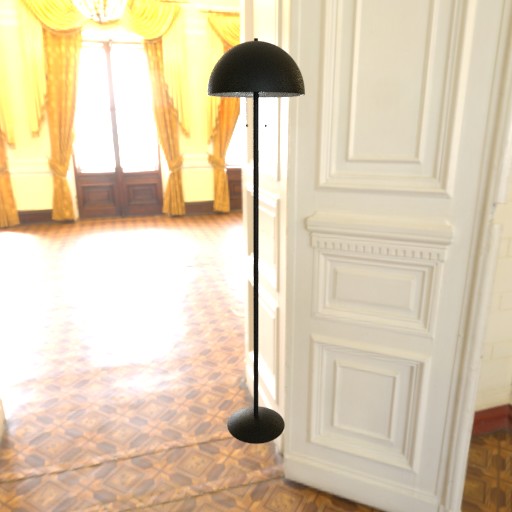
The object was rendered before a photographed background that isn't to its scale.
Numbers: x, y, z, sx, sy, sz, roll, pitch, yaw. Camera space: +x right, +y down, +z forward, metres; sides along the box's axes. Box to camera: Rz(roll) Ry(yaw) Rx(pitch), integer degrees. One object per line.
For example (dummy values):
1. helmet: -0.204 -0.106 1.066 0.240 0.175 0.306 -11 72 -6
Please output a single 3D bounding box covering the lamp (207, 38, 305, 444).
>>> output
1. lamp: 0.000 0.000 1.657 0.328 1.480 0.328 9 19 27
